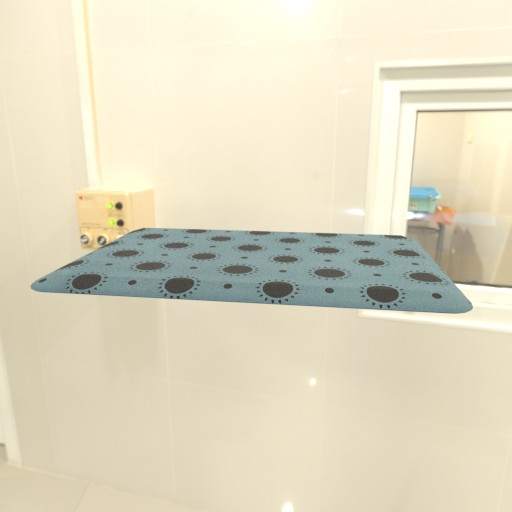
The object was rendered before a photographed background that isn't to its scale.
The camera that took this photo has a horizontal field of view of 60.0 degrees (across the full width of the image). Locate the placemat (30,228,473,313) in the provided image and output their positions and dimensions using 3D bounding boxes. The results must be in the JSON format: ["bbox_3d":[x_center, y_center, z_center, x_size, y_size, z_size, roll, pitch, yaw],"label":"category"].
[{"bbox_3d":[0.000,0.000,0.967,0.762,0.021,0.508,2,15,8],"label":"placemat"}]
